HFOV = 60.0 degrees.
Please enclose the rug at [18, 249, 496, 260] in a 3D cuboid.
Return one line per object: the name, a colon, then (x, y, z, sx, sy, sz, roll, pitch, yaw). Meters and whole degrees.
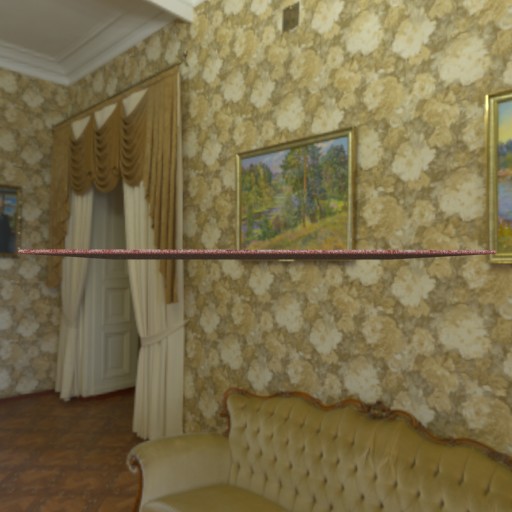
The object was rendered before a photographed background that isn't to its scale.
rug: (0.000, 0.000, 2.296, 1.829, 0.016, 1.219, 0, -2, -2)
